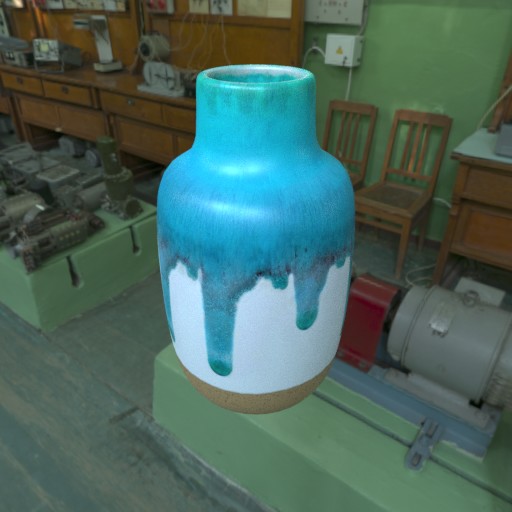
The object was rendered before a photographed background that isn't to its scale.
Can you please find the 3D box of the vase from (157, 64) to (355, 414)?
[{"bbox_3d":[0.000,0.000,0.248,0.106,0.192,0.106,0,32,0],"label":"vase"}]
